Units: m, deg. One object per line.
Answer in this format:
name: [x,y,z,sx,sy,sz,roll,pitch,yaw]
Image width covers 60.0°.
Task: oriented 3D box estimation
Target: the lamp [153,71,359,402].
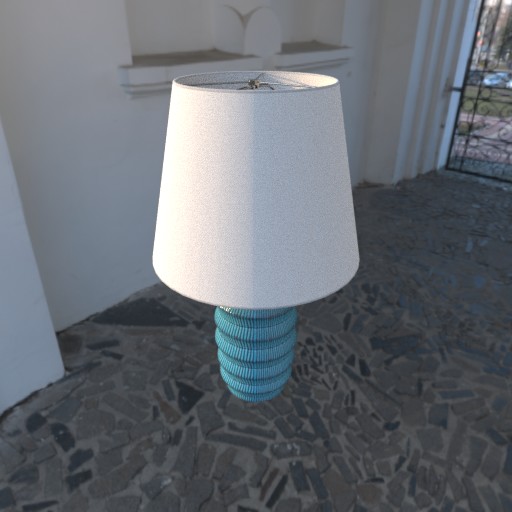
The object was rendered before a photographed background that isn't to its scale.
lamp: [0.000,0.000,0.781,0.355,0.582,0.355,0,28,0]
